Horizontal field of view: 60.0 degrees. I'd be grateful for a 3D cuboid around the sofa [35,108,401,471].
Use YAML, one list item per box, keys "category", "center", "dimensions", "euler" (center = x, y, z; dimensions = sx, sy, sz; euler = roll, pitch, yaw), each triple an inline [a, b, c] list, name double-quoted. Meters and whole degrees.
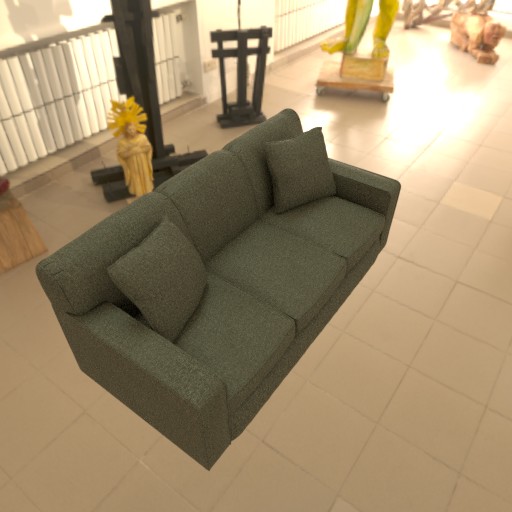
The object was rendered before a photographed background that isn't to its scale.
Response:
- category: "sofa"
  center: [0.000, 0.000, 2.612]
  dimensions: [0.997, 0.958, 2.024]
  euler: [26, 48, 26]
